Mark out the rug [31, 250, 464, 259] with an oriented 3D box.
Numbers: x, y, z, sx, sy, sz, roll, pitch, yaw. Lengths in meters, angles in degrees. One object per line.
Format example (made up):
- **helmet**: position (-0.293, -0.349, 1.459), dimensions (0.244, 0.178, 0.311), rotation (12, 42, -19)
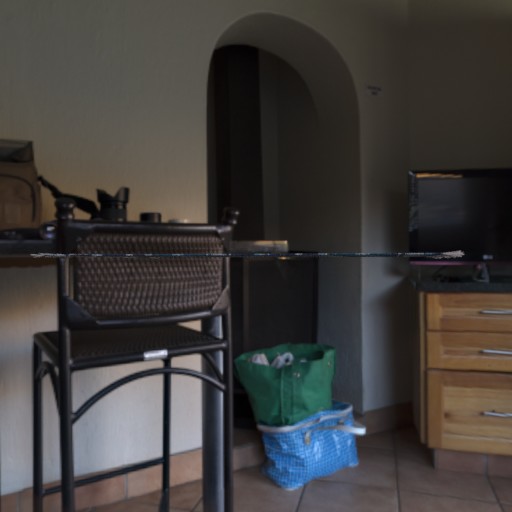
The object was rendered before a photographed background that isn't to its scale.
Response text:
- **rug**: position (0.000, 0.000, 2.414), dimensions (1.936, 0.028, 1.181), rotation (0, -1, 18)
